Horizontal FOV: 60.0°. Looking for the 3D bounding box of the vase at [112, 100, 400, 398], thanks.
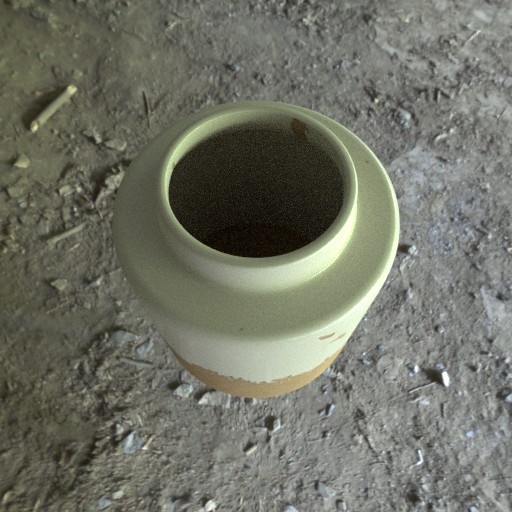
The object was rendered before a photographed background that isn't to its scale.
[{"bbox_3d":[0.000,0.000,0.286,0.153,0.167,0.153,0,63,0],"label":"vase"}]
